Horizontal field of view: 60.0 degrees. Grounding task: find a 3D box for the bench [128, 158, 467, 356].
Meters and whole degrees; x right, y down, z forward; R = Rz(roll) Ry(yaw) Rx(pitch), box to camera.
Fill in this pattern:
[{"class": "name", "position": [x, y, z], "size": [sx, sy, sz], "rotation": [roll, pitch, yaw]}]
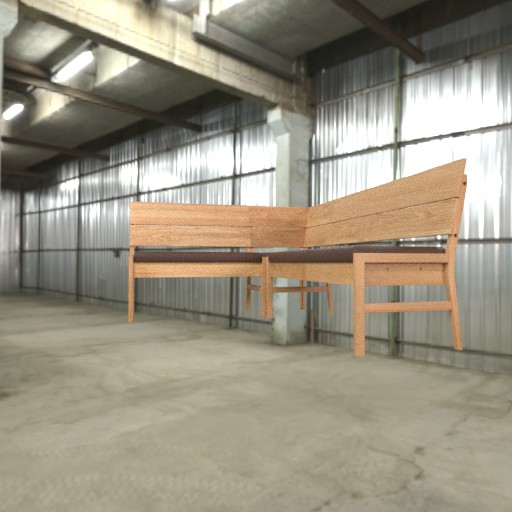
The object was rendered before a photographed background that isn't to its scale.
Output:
[{"class": "bench", "position": [0.000, 0.000, 2.805], "size": [1.549, 0.890, 1.975], "rotation": [0, -1, -16]}]
